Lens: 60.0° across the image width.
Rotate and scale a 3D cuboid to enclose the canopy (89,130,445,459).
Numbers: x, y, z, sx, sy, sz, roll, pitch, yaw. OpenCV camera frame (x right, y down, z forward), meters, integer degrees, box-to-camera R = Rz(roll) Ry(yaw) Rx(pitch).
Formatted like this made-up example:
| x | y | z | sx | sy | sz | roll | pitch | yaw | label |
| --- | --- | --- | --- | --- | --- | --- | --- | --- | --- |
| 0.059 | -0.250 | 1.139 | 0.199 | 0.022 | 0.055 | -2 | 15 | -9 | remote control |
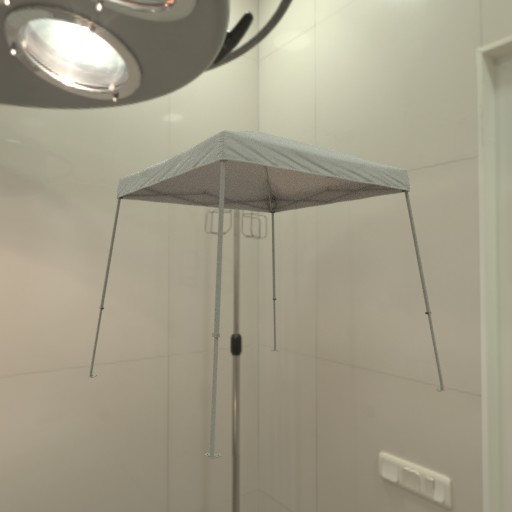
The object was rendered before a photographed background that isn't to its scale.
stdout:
| x | y | z | sx | sy | sz | roll | pitch | yaw | label |
| --- | --- | --- | --- | --- | --- | --- | --- | --- | --- |
| 0.000 | 0.000 | 5.011 | 2.849 | 2.849 | 2.848 | 1 | -2 | -36 | canopy |
